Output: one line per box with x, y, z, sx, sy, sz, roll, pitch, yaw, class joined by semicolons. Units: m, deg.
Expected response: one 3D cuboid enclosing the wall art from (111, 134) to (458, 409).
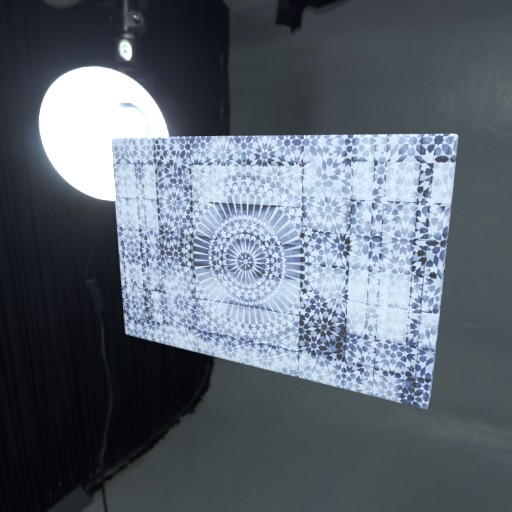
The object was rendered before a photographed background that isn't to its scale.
0.000;0.000;1.165;0.911;0.608;0.057;7;16;26;wall art
